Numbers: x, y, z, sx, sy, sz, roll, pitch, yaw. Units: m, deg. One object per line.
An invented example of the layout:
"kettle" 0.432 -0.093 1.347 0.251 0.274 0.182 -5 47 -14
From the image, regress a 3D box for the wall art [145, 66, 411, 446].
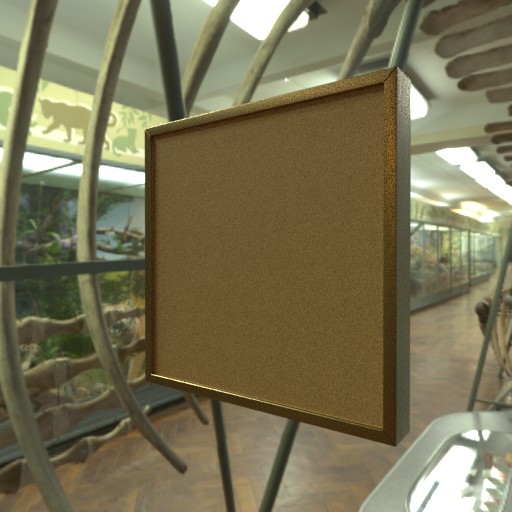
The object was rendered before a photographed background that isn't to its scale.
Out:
"wall art" 0.000 0.000 0.459 0.305 0.305 0.037 0 1 36
